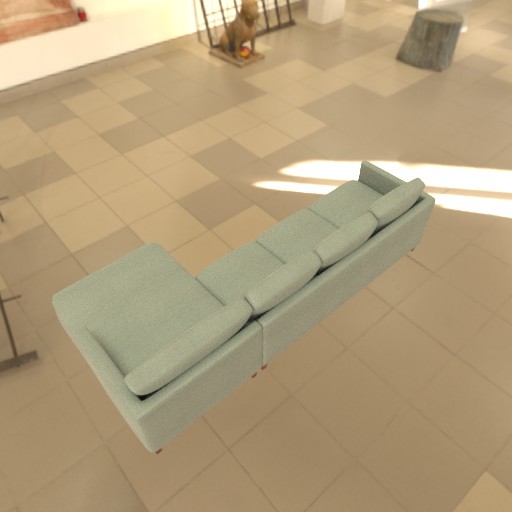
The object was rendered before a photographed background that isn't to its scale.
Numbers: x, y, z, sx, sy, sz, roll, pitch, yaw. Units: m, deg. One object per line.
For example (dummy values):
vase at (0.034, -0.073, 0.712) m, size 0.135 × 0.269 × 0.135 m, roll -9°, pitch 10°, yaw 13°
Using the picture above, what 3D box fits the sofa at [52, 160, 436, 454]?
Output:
sofa at (0.000, 0.000, 4.227) m, size 3.471 × 0.950 × 1.604 m, roll -32°, pitch 54°, yaw -27°
